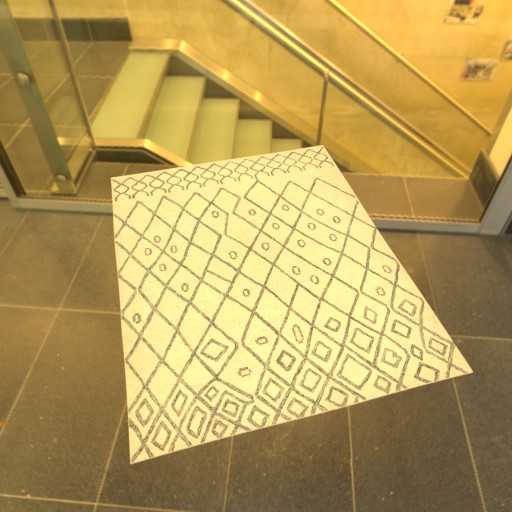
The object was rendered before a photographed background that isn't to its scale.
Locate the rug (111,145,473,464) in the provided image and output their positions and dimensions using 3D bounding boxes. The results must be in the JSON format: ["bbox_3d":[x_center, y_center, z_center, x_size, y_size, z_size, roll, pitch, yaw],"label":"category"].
[{"bbox_3d":[0.000,0.000,3.994,2.446,0.015,3.046,-11,48,-10],"label":"rug"}]
